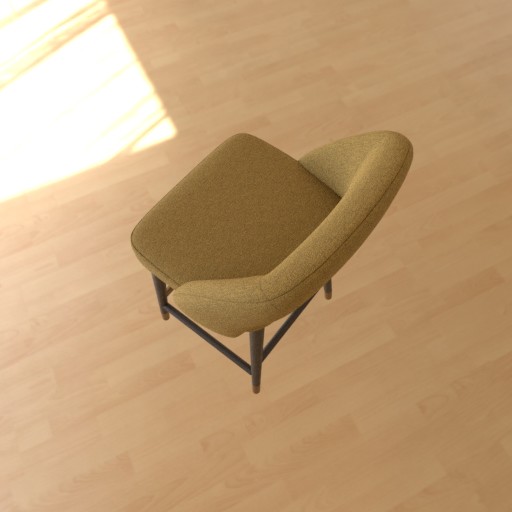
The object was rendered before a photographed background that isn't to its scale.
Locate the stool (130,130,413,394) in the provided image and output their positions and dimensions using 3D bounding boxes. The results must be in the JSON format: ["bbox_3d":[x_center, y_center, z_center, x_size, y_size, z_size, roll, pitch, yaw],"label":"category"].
[{"bbox_3d":[0.000,0.000,1.224,0.522,0.939,0.536,35,68,16],"label":"stool"}]
